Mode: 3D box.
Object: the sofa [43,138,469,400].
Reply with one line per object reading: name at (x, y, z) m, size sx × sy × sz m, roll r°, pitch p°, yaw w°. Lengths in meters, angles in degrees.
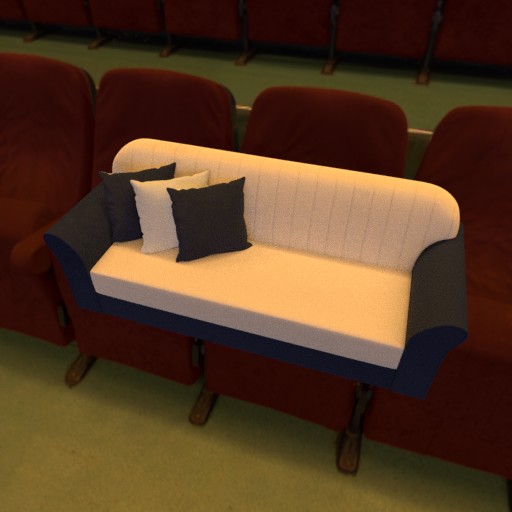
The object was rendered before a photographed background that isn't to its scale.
sofa at (0.000, 0.000, 2.350) m, size 2.006 × 0.789 × 0.749 m, roll 12°, pitch 43°, yaw 13°
